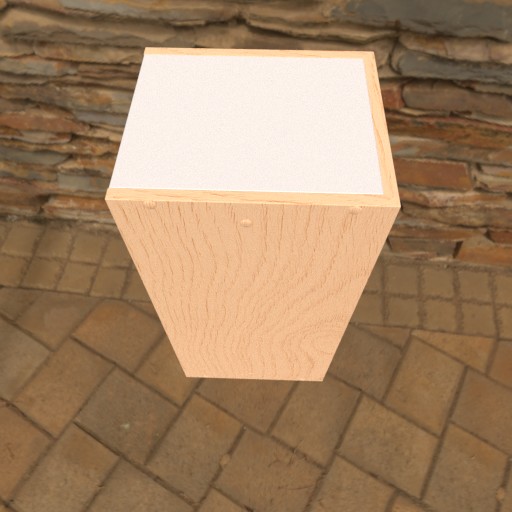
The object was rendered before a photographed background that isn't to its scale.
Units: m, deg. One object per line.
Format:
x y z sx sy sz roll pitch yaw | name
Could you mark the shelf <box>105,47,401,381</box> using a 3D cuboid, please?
0.000 0.000 0.753 0.290 0.600 0.250 2 58 1 | shelf
